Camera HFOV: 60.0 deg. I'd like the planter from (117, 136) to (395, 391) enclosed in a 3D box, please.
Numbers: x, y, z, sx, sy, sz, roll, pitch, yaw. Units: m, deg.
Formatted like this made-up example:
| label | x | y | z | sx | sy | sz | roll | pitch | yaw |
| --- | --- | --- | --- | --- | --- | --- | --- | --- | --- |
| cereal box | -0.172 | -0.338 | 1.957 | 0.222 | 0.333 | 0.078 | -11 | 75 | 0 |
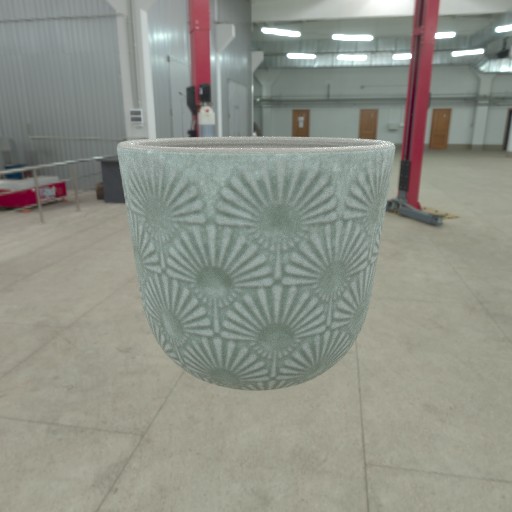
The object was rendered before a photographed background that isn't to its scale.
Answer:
| label | x | y | z | sx | sy | sz | roll | pitch | yaw |
| --- | --- | --- | --- | --- | --- | --- | --- | --- | --- |
| planter | 0.000 | 0.000 | 0.303 | 0.170 | 0.152 | 0.170 | 0 | 17 | 0 |
